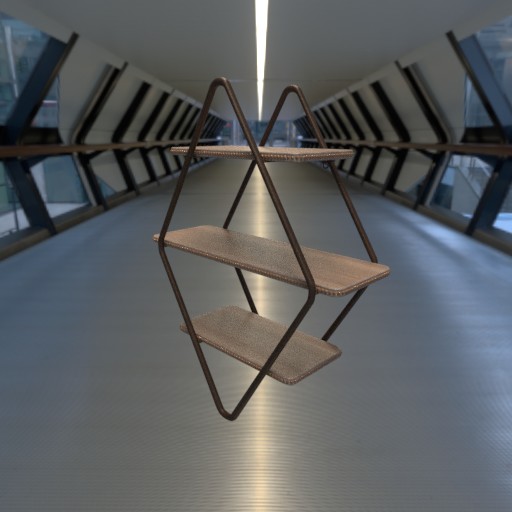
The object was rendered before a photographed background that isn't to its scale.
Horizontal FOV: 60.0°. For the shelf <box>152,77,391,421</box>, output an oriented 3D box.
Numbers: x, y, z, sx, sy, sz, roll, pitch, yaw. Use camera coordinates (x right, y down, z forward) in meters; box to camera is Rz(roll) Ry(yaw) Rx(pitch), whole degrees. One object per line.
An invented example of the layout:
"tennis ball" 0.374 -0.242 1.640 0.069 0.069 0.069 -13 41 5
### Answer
"shelf" 0.000 0.000 1.053 0.609 0.774 0.234 15 22 43
